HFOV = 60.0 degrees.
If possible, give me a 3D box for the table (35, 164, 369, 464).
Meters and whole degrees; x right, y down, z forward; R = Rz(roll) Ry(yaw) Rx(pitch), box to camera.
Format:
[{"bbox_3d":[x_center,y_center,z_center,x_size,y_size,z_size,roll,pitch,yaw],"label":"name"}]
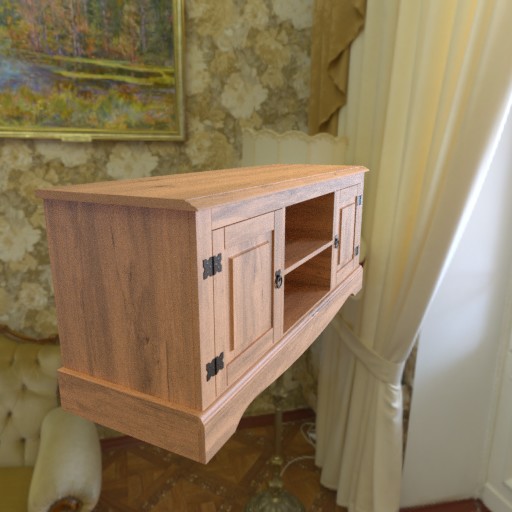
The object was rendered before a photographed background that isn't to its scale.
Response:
[{"bbox_3d":[0.000,0.000,1.396,0.400,0.510,1.200,7,16,26],"label":"table"}]
